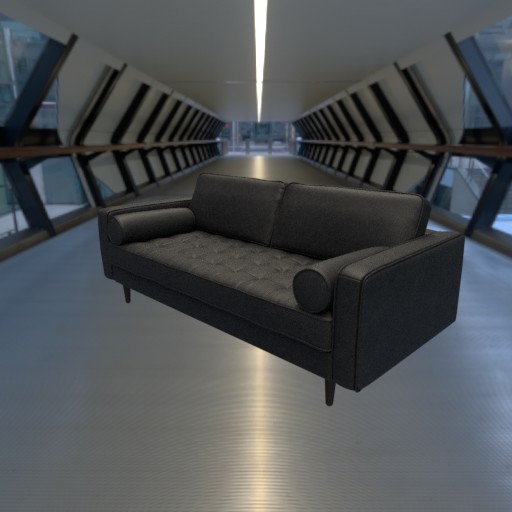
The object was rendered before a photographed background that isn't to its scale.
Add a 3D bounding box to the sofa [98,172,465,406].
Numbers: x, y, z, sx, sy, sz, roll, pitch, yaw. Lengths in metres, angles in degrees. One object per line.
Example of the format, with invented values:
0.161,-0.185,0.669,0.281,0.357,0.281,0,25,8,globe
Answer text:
0.000,0.000,2.403,1.879,0.770,0.921,15,22,43,sofa
